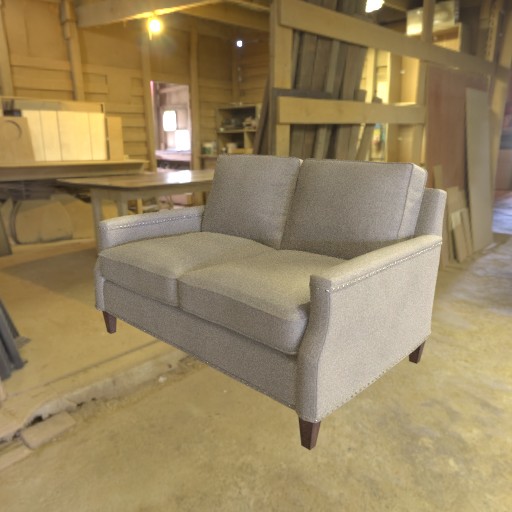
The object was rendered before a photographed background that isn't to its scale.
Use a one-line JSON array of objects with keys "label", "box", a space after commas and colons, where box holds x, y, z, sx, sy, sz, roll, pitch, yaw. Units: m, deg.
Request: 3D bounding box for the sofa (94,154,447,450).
[{"label": "sofa", "box": [0.000, 0.000, 2.323, 1.597, 1.003, 1.084, 14, 20, 42]}]
